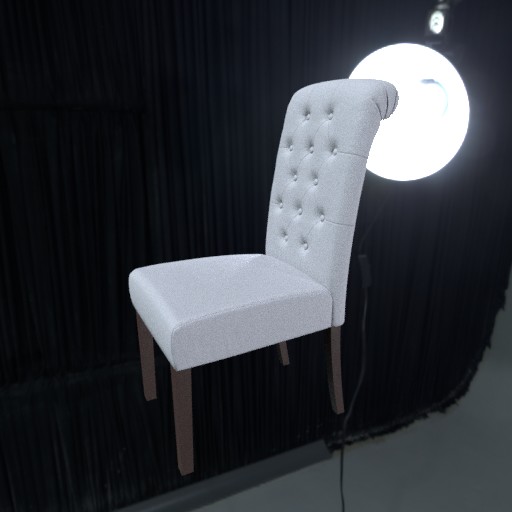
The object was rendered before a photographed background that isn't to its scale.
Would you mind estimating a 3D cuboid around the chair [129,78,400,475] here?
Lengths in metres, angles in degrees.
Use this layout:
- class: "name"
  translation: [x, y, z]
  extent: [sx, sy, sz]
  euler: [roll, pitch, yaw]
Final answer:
- class: "chair"
  translation: [0.000, 0.000, 1.327]
  extent: [0.671, 1.006, 0.456]
  euler: [-8, 19, -26]
